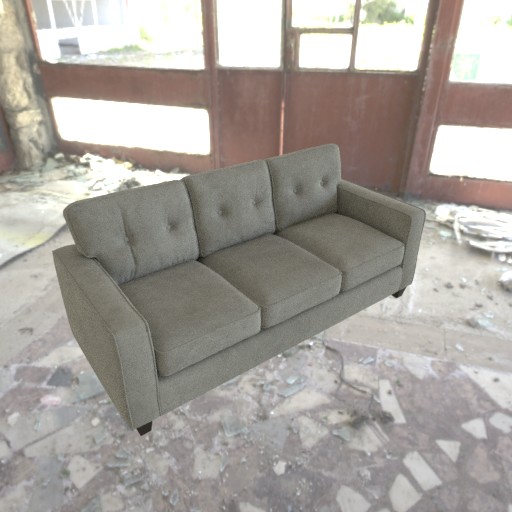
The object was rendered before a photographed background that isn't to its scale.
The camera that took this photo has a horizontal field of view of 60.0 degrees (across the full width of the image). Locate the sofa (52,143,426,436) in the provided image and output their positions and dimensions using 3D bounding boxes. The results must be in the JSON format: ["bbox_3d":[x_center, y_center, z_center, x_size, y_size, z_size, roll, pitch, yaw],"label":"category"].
[{"bbox_3d":[0.000,0.000,2.727,2.133,0.965,0.939,-20,35,-31],"label":"sofa"}]
